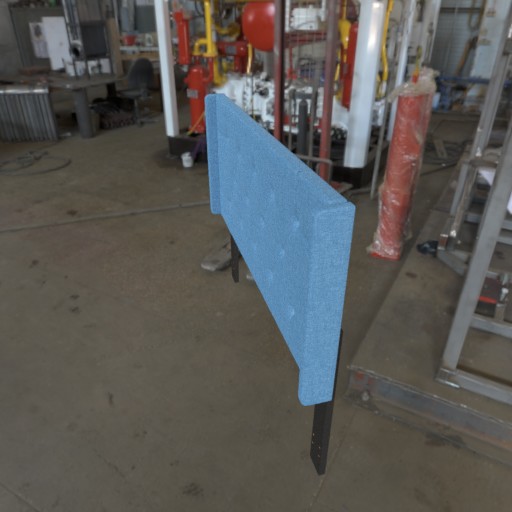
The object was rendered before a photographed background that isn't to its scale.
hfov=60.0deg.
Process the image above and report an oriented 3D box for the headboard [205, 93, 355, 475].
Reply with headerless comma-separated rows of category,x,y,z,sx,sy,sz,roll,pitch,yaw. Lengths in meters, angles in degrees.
headboard,0.000,0.000,2.686,0.184,1.524,2.051,-8,31,-14
